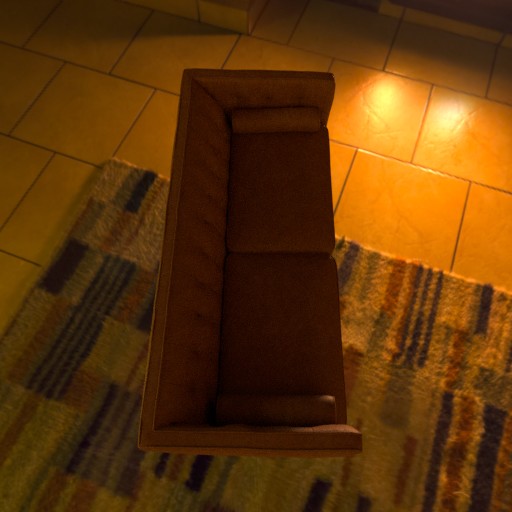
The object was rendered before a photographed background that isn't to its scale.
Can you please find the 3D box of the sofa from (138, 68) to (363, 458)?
[{"bbox_3d":[0.000,0.000,2.518,0.912,0.798,2.079,1,65,0],"label":"sofa"}]
